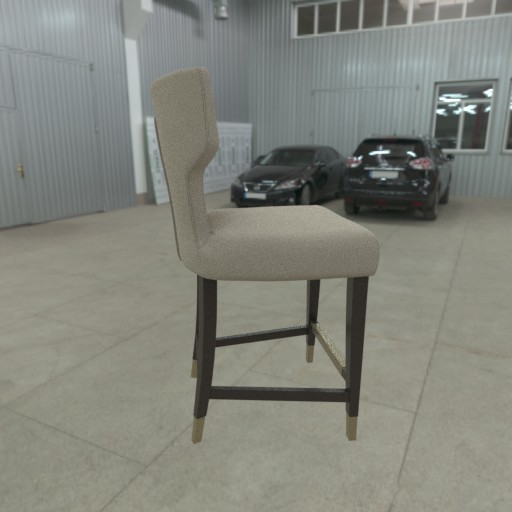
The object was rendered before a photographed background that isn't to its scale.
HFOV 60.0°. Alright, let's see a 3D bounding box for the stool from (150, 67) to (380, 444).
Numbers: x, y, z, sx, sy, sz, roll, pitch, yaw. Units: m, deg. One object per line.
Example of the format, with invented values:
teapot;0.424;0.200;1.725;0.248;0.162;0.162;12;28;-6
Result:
stool;0.000;0.000;1.333;0.563;0.982;0.527;-2;15;-8
